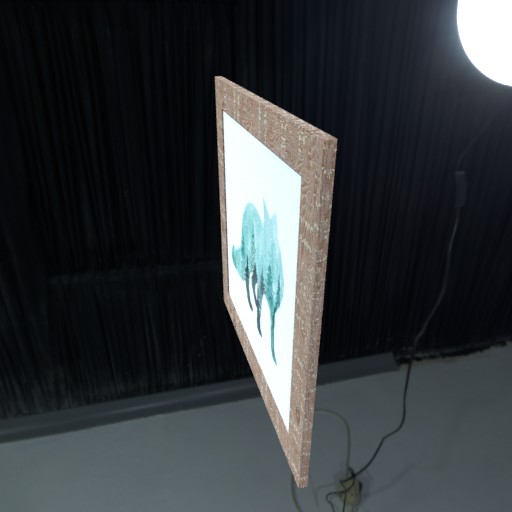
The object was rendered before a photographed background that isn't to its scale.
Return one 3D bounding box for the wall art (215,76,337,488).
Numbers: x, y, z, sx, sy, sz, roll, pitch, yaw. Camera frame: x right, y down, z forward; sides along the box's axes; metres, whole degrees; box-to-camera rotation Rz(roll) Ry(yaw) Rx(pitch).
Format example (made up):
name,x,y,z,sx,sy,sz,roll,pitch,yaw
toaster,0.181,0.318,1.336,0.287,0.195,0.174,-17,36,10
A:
name,x,y,z,sx,sy,sz,roll,pitch,yaw
wall art,0.000,0.000,0.563,0.012,0.384,0.384,-8,29,-14
